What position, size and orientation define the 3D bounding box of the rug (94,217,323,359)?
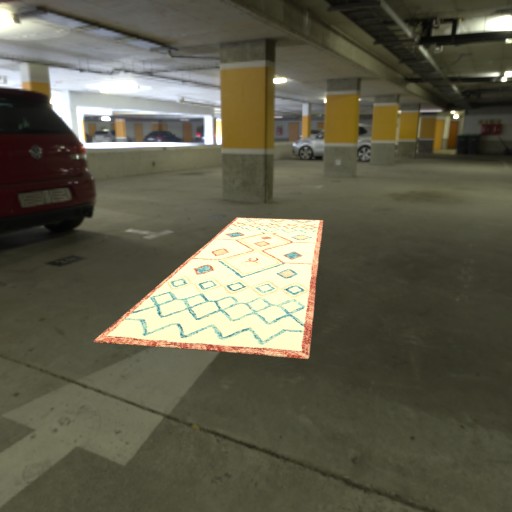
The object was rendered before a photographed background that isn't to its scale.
[{"bbox_3d":[0.000,0.000,2.647,0.750,0.011,2.435,2,15,9],"label":"rug"}]
